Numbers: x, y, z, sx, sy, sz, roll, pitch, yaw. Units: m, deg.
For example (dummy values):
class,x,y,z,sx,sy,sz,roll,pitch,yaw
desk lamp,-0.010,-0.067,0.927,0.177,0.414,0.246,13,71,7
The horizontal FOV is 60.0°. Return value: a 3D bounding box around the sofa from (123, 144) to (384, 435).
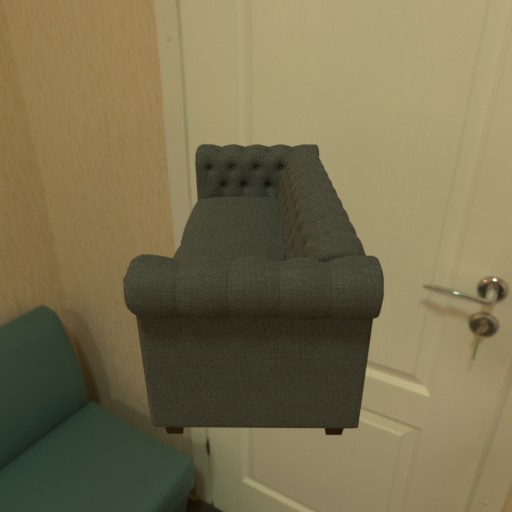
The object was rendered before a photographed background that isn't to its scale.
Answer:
class,x,y,z,sx,sy,sz,roll,pitch,yaw
sofa,0.000,0.000,2.232,0.783,0.797,1.798,0,26,0
